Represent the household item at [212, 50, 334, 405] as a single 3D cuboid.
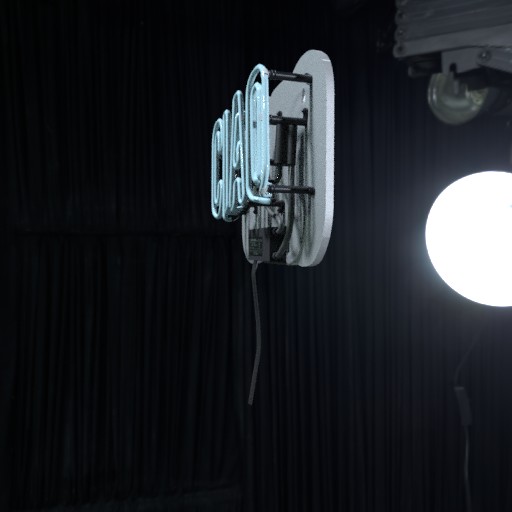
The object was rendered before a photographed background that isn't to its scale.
[{"bbox_3d":[0.000,0.000,0.384,0.042,0.294,0.211,0,1,-17],"label":"household item"}]
